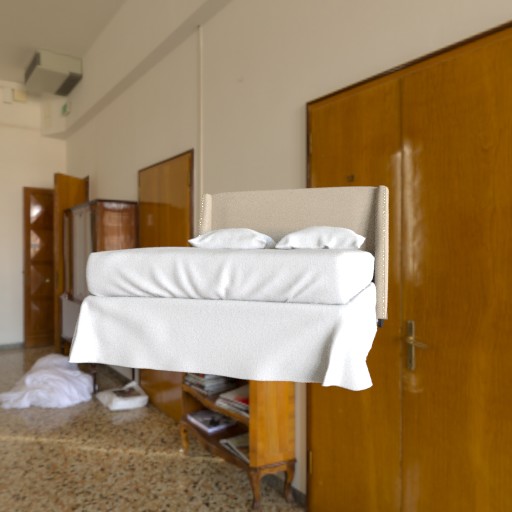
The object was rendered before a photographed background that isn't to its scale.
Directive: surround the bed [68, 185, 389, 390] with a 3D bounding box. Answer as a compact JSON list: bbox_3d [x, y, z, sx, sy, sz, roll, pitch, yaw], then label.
[{"bbox_3d":[0.000,0.000,3.493,1.925,1.332,2.276,0,1,19],"label":"bed"}]
